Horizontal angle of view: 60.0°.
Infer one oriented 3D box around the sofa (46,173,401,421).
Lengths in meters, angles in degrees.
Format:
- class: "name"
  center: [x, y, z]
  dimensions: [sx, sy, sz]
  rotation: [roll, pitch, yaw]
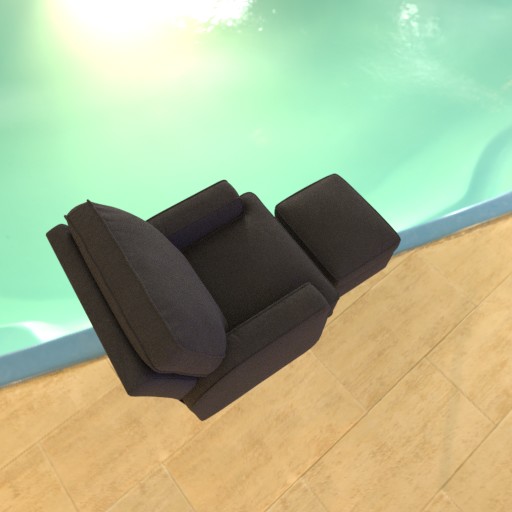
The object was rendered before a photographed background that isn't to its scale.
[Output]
- class: "sofa"
  center: [0.000, 0.000, 2.068]
  dimensions: [1.472, 0.959, 0.861]
  rotation: [-30, 64, -16]
